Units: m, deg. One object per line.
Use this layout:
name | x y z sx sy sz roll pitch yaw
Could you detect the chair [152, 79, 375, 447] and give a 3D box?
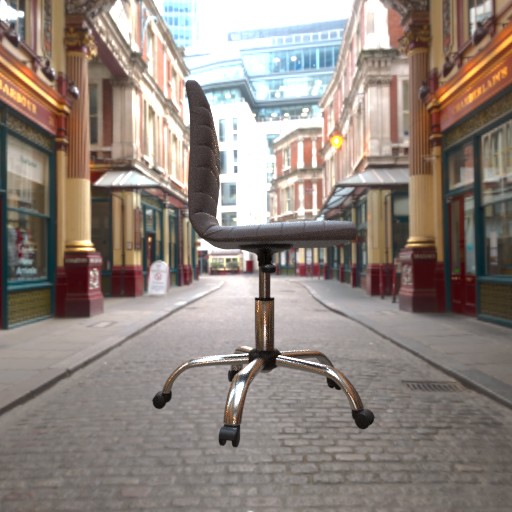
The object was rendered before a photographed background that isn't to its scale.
chair | 0.000 0.000 1.161 0.530 0.780 0.556 0 -2 -1
